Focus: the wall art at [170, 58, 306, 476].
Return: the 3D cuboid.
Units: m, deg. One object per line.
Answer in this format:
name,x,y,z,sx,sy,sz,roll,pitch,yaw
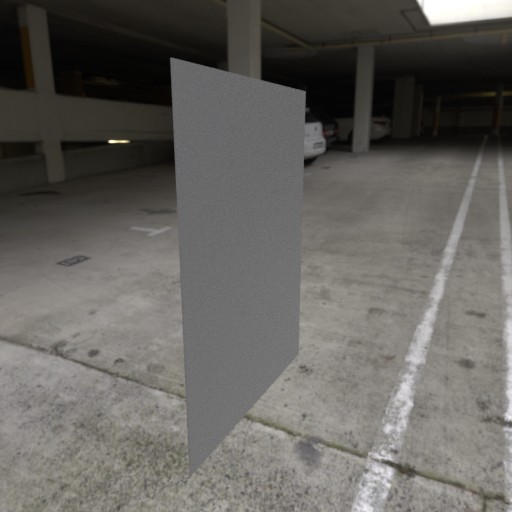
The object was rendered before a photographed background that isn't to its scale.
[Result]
wall art,0.000,0.000,0.816,0.003,0.609,0.457,7,17,26
